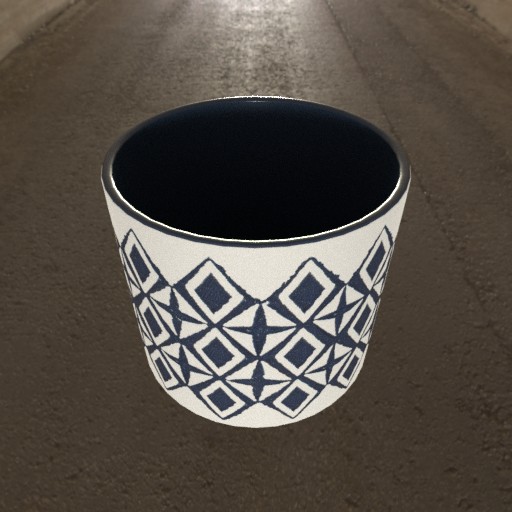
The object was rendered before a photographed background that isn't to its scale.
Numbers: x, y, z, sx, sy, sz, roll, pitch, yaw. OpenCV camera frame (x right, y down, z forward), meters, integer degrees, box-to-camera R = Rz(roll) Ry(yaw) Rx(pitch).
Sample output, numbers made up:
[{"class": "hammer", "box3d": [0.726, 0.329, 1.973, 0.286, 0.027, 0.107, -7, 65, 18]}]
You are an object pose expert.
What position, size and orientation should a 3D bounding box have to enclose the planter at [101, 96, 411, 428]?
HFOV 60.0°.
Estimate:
[{"class": "planter", "box3d": [0.000, 0.000, 0.279, 0.159, 0.144, 0.159, 0, 40, 0]}]
